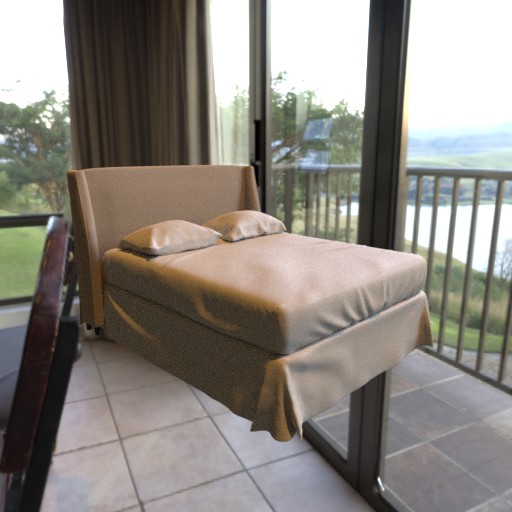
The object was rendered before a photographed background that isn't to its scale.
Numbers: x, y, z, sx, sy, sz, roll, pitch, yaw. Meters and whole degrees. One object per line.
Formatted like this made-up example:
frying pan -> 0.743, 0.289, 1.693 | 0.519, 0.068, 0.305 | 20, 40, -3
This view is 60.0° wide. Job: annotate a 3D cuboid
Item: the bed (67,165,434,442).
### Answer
bed -> 0.000, 0.000, 3.440 | 1.925, 1.332, 2.276 | -13, 18, -43
